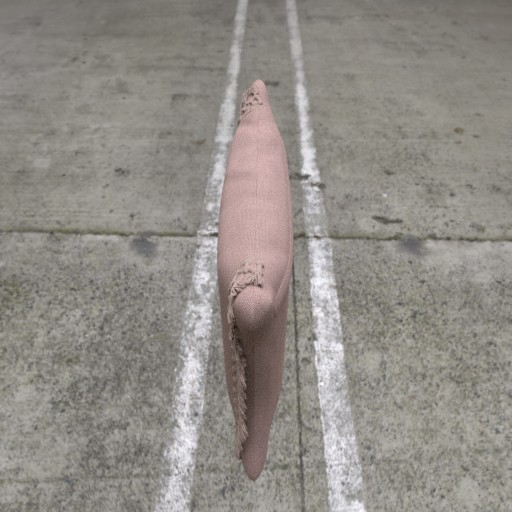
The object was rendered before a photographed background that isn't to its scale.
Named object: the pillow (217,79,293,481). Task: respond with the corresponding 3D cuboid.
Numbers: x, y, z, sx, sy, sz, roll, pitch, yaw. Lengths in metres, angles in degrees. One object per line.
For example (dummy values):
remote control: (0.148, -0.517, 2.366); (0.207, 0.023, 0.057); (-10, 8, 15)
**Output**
pillow: (0.000, 0.000, 0.585); (0.084, 0.305, 0.466); (1, 41, 1)
